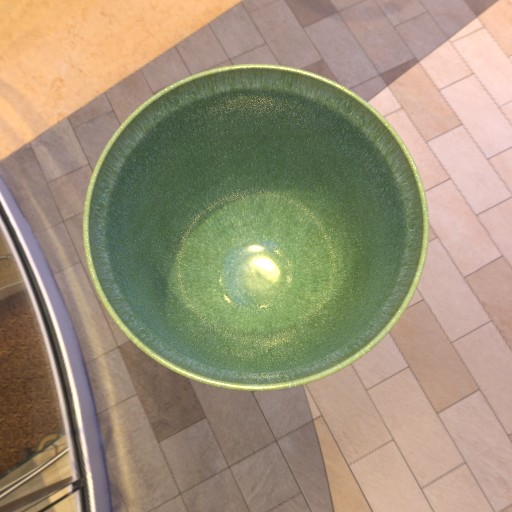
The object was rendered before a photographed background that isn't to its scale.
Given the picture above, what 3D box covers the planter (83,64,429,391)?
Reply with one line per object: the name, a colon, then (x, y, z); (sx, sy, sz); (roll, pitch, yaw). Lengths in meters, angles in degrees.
planter: (0.000, 0.000, 0.470); (0.266, 0.270, 0.266); (0, 75, 0)
